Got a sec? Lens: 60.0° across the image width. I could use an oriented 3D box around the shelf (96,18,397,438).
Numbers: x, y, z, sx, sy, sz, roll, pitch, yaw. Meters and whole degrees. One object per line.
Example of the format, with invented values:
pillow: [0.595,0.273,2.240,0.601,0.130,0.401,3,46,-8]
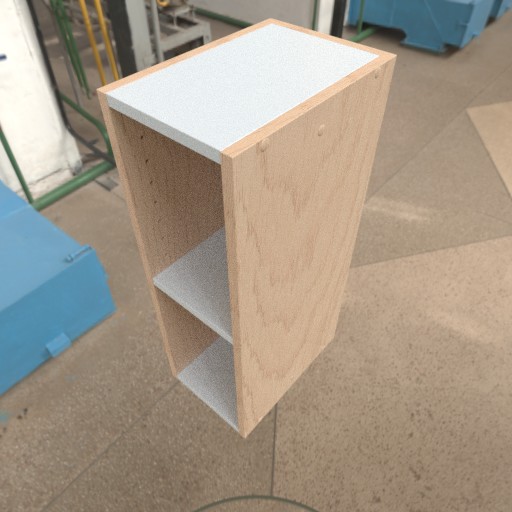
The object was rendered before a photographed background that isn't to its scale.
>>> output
shelf: [0.000,0.000,0.716,0.200,0.600,0.290,32,54,27]
